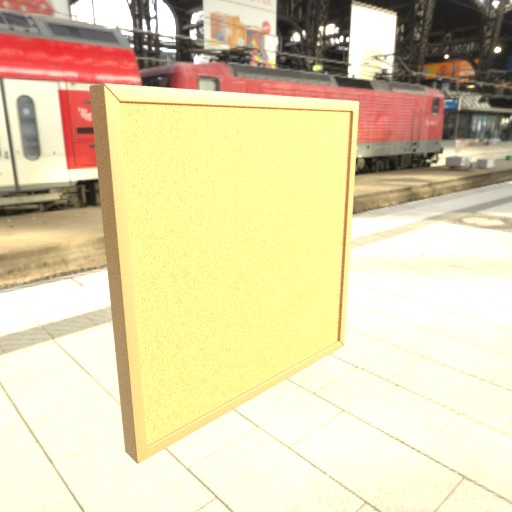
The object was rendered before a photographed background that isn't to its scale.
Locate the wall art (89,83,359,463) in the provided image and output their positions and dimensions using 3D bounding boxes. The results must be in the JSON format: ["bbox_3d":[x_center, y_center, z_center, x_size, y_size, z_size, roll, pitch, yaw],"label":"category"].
[{"bbox_3d":[0.000,0.000,0.745,0.509,0.509,0.036,-15,22,-42],"label":"wall art"}]
